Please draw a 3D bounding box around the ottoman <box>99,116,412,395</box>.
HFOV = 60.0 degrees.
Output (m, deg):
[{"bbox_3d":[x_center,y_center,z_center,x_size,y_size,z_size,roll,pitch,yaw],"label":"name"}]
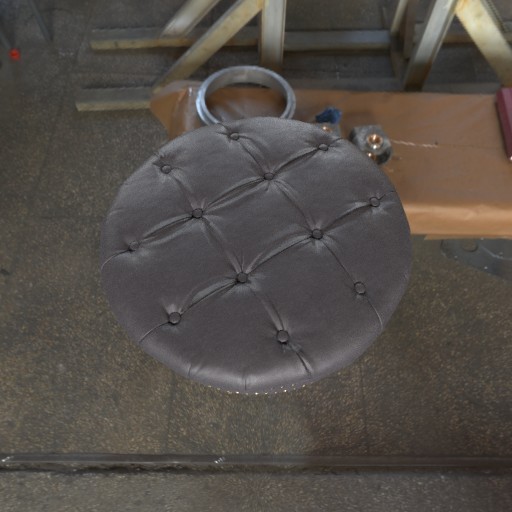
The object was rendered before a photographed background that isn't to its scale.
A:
[{"bbox_3d":[0.000,0.000,1.416,0.901,0.439,0.901,0,62,0],"label":"ottoman"}]
